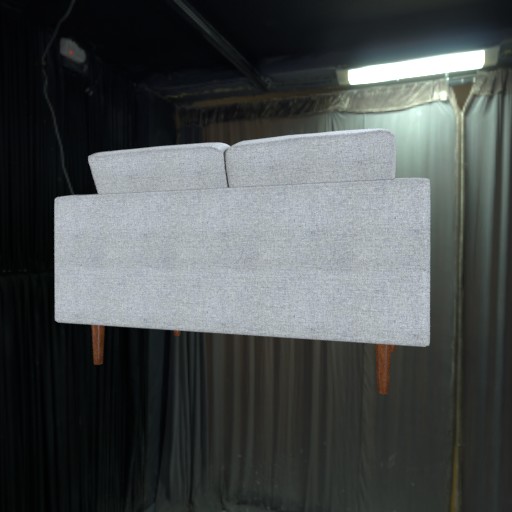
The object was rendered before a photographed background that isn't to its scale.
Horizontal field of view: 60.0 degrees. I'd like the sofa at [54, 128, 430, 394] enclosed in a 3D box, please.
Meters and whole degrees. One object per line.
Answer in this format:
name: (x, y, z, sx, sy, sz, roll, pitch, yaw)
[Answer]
sofa: (0.000, 0.000, 2.133, 1.527, 0.973, 0.969, 0, 1, 19)
